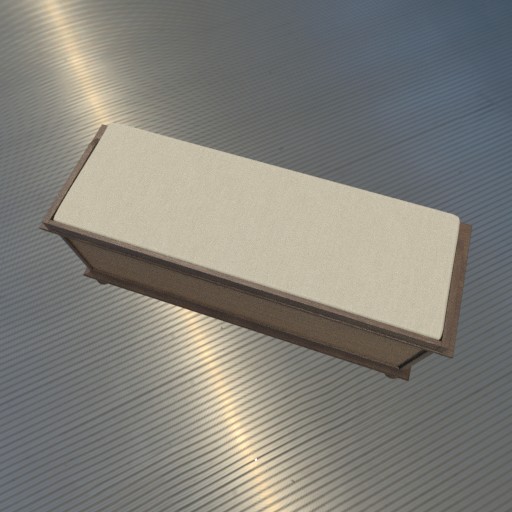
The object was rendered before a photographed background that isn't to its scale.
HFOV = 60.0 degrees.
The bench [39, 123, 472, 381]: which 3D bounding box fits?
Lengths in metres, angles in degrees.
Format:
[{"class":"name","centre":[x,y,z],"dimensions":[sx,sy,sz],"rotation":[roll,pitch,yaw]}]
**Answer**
[{"class":"bench","centre":[0.000,0.000,1.461],"dimensions":[1.185,0.501,0.402],"rotation":[17,66,8]}]
